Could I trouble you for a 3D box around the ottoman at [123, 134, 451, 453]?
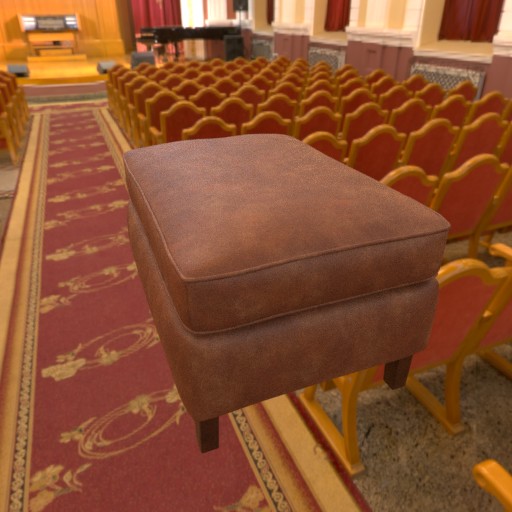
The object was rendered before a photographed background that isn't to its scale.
[{"bbox_3d":[0.000,0.000,0.989,0.501,0.418,0.665,-11,31,-19],"label":"ottoman"}]
